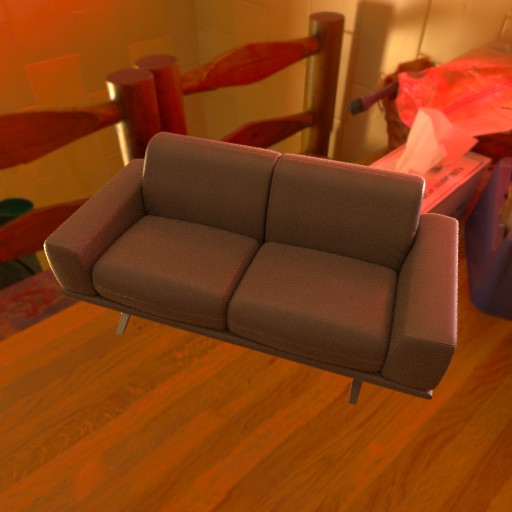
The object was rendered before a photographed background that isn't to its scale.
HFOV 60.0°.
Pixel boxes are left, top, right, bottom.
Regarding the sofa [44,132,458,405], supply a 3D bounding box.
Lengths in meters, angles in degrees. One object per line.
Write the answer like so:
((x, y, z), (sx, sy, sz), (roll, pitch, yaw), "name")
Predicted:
((0.000, 0.000, 2.287), (1.901, 0.772, 0.900), (13, 44, 14), "sofa")
